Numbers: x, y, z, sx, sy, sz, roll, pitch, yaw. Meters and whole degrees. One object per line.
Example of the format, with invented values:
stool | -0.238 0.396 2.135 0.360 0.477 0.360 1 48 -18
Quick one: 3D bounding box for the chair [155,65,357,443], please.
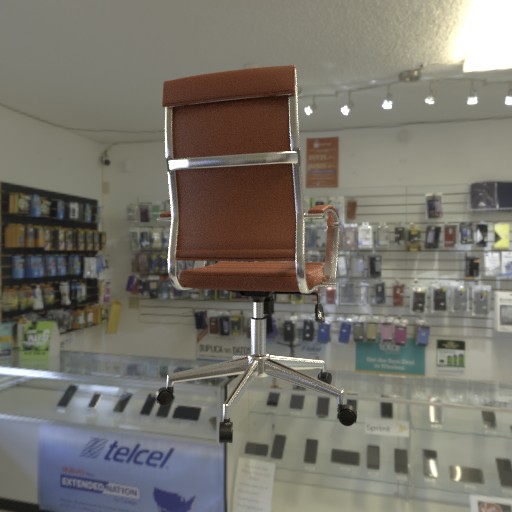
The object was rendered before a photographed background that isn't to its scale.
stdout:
chair | 0.000 0.000 1.688 0.766 1.149 0.739 0 1 17
